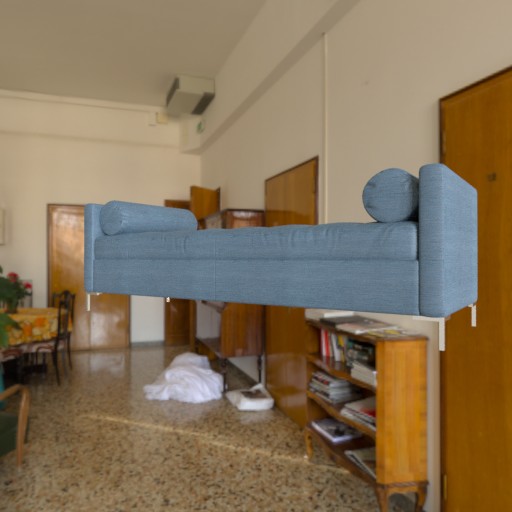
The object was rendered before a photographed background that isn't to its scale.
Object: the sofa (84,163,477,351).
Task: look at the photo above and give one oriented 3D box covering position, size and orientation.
[{"bbox_3d":[0.000,0.000,2.296,1.981,0.635,0.686,0,0,35],"label":"sofa"}]
